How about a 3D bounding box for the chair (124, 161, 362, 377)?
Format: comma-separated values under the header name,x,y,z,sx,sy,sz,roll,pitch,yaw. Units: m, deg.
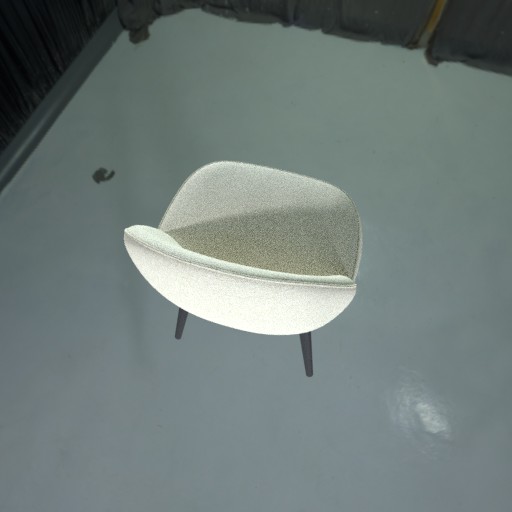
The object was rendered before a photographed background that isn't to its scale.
name,x,y,z,sx,sy,sz,roll,pitch,yaw
chair,0.000,0.000,1.179,0.532,0.838,0.540,14,63,7
